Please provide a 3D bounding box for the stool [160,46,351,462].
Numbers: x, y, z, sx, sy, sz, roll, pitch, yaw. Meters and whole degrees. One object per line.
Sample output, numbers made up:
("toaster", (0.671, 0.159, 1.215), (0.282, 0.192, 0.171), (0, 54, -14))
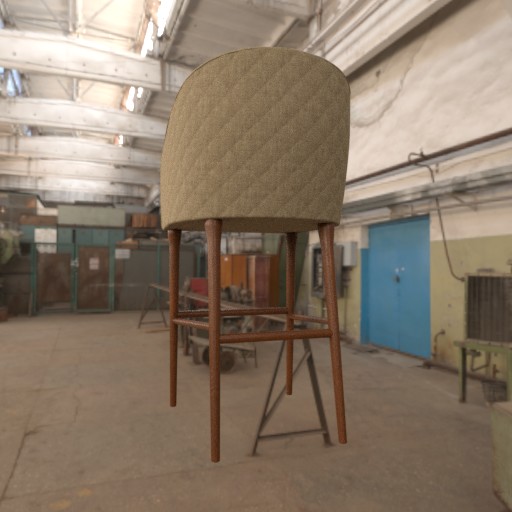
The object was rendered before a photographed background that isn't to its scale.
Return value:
("stool", (0.000, 0.000, 1.435), (0.559, 1.078, 0.607), (0, -1, -19))
